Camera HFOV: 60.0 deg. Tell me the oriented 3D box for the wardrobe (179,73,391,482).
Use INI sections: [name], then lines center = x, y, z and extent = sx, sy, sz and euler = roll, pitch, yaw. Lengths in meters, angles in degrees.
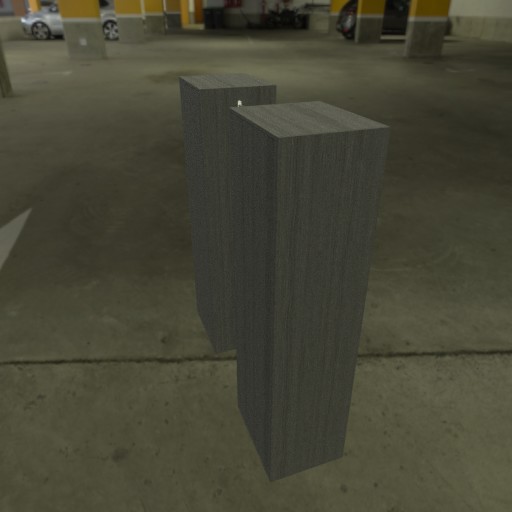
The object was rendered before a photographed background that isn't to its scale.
[wardrobe]
center = 0.000, 0.000, 2.889
extent = 0.480, 2.000, 1.770
euler = -10, 31, -18
